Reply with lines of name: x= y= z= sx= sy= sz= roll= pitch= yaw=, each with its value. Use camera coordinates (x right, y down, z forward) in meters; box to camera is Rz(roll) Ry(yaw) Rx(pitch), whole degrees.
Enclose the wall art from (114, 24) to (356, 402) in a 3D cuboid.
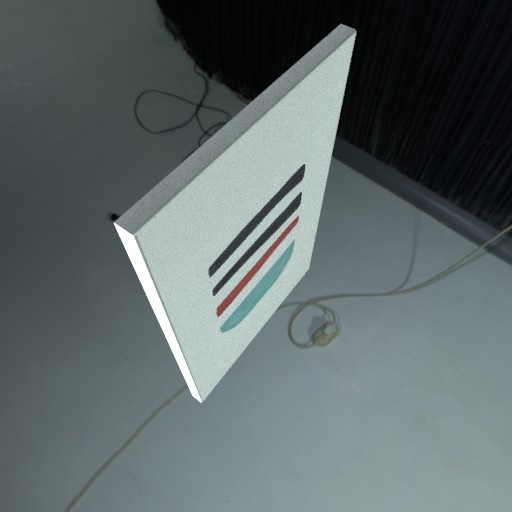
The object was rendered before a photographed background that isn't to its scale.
wall art: x=0.000 y=0.000 z=1.125 sx=0.038 sy=0.912 sz=0.607 roll=32 pitch=63 yaw=19
